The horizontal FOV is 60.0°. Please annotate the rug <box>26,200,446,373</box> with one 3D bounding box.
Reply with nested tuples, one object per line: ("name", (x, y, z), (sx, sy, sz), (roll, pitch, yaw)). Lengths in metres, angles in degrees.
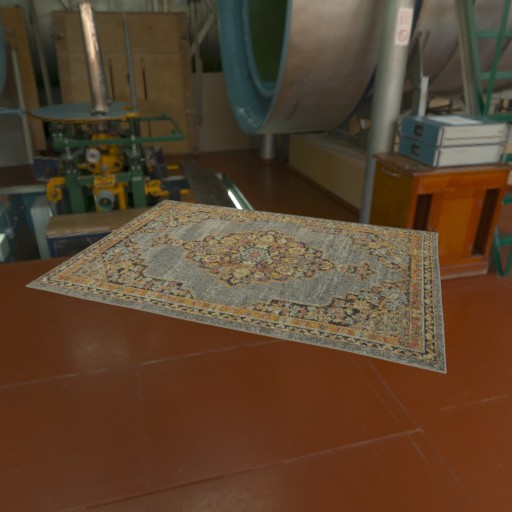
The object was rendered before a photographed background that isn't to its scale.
("rug", (0.000, 0.000, 3.912), (3.063, 0.024, 2.158), (9, 28, 17))
